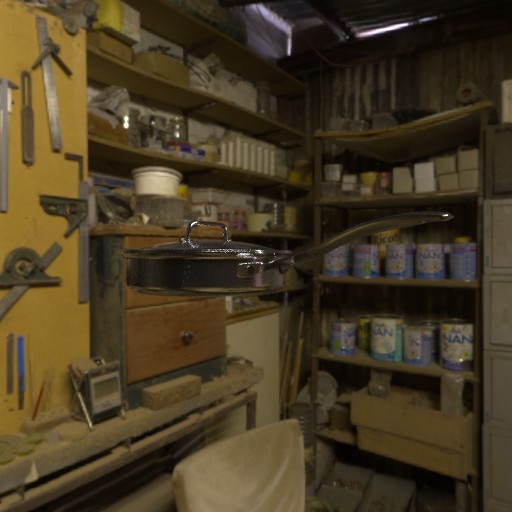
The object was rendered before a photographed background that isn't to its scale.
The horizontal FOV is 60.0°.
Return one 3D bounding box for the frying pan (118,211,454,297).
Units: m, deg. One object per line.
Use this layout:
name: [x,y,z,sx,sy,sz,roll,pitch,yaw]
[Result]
frying pan: [0.000,0.000,0.672,0.561,0.114,0.280,0,0,37]
